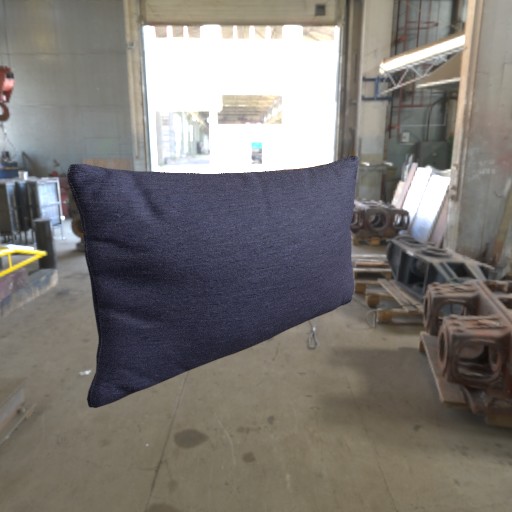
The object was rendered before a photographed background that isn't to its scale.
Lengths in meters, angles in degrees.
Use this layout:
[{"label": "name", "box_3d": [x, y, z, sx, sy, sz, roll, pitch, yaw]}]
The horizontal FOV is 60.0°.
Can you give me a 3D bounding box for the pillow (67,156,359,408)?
[{"label": "pillow", "box_3d": [0.000, 0.000, 0.788, 0.633, 0.338, 0.210, -13, 19, -43]}]
